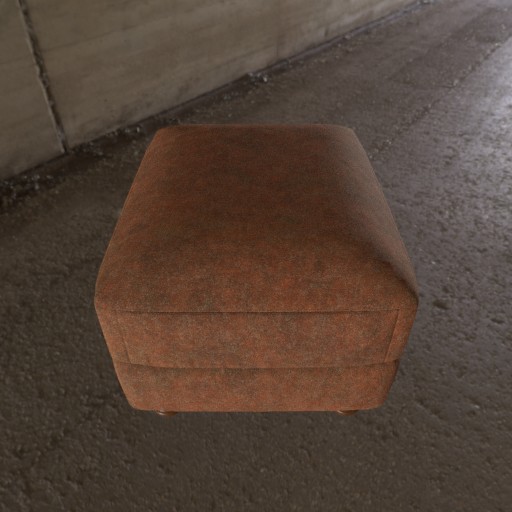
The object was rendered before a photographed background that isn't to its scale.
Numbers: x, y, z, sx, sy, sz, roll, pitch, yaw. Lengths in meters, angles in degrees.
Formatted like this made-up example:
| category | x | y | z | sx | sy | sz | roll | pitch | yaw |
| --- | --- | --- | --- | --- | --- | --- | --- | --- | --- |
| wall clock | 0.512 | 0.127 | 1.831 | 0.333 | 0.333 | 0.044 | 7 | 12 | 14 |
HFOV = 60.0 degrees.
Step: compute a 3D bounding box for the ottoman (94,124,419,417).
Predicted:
| category | x | y | z | sx | sy | sz | roll | pitch | yaw |
| --- | --- | --- | --- | --- | --- | --- | --- | --- | --- |
| ottoman | 0.000 | 0.000 | 1.169 | 0.635 | 0.508 | 0.787 | 0 | 40 | 0 |
